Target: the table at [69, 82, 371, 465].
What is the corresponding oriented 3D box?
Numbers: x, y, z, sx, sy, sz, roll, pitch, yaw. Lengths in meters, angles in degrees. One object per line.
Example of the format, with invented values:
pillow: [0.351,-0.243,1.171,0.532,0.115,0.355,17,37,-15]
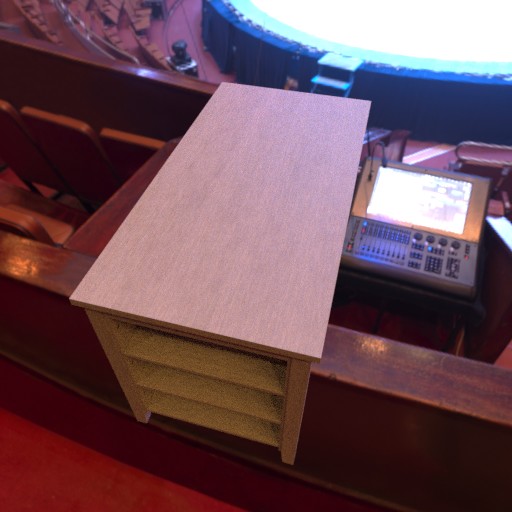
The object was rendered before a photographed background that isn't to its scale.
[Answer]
table: [0.000,0.000,1.984,0.729,0.874,1.397,11,48,10]
